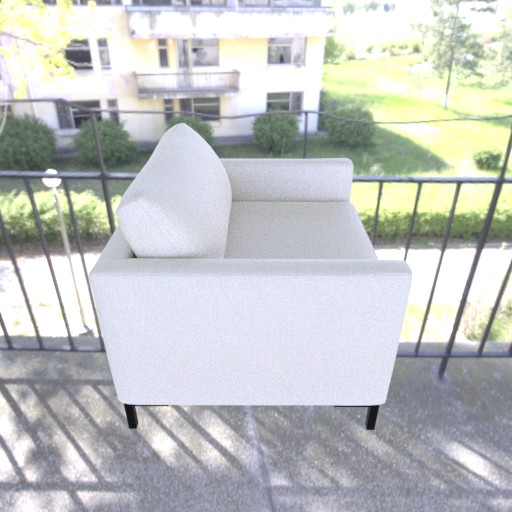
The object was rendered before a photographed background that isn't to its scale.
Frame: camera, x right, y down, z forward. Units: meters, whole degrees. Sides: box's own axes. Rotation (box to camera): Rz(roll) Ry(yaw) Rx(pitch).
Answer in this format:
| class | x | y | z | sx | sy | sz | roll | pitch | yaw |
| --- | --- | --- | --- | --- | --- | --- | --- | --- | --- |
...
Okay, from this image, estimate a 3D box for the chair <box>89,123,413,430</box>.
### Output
| class | x | y | z | sx | sy | sz | roll | pitch | yaw |
| --- | --- | --- | --- | --- | --- | --- | --- | --- | --- |
| chair | 0.000 | 0.000 | 1.649 | 0.875 | 0.806 | 0.964 | 0 | 31 | 0 |
